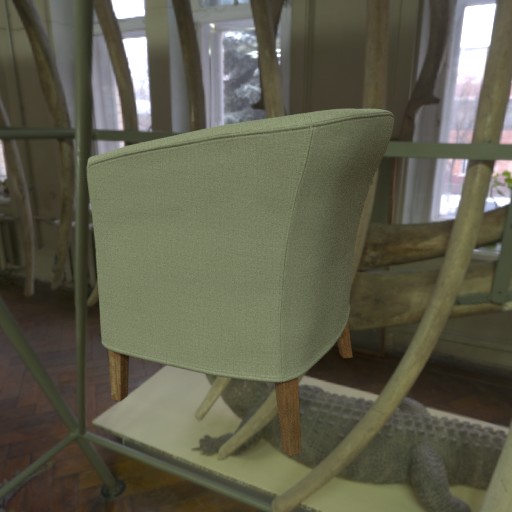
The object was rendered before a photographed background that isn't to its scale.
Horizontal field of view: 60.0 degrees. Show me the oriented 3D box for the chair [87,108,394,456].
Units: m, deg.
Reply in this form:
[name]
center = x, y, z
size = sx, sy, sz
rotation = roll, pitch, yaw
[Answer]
[chair]
center = 0.000, 0.000, 1.242
size = 0.668, 0.771, 0.600
rotation = 8, 18, 24
